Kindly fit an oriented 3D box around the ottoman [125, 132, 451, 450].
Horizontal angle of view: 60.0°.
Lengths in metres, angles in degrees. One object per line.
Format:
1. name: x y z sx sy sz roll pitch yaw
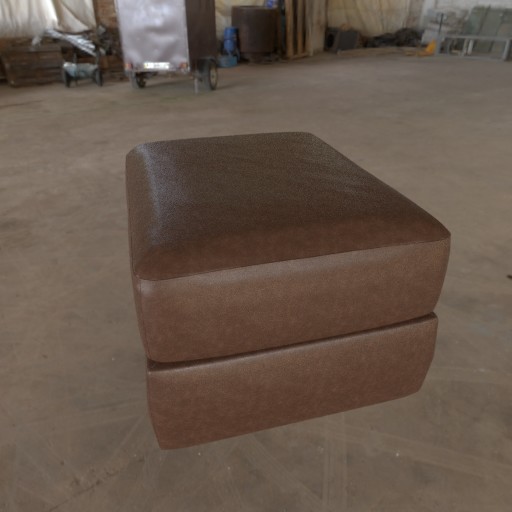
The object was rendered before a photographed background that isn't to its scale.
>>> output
1. ottoman: 0.000 0.000 1.131 0.603 0.476 0.751 -8 31 -13
